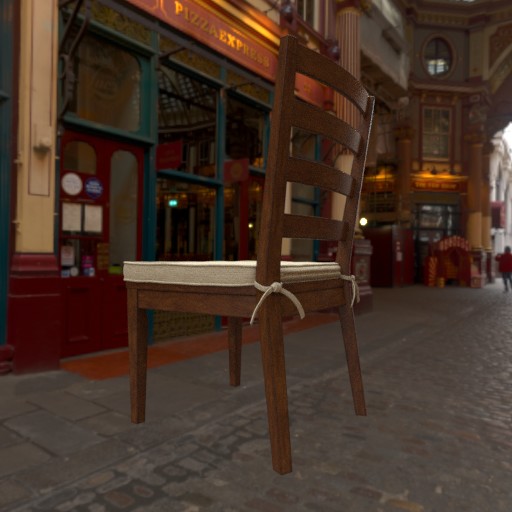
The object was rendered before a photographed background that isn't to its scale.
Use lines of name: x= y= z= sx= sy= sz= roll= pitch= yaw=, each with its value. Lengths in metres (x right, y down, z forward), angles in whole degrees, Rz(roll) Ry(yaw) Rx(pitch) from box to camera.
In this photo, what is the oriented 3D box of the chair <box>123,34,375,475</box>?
chair: x=0.000 y=0.000 z=1.332 sx=0.595 sy=0.979 sz=0.593 roll=0 pitch=0 yaw=36
